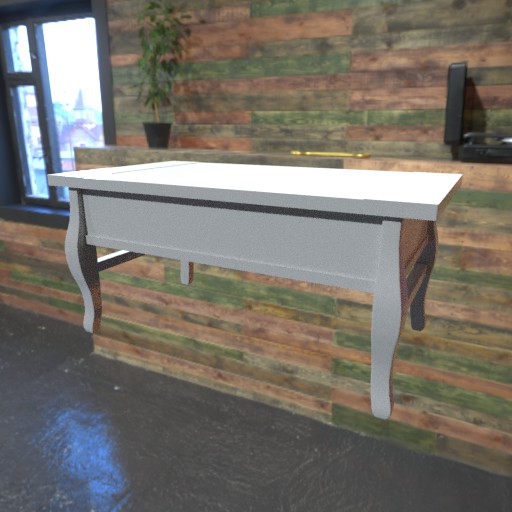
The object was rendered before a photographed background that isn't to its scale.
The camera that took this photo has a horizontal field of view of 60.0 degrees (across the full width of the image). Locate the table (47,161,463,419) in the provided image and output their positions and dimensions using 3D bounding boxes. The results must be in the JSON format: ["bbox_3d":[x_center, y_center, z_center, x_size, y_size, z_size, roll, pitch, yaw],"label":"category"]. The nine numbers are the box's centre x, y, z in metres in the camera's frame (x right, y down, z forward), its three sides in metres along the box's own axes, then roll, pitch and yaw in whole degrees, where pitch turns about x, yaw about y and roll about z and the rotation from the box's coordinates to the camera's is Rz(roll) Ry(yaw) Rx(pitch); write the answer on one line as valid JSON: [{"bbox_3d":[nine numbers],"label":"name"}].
[{"bbox_3d":[0.000,0.000,1.361,1.062,0.495,0.600,9,19,27],"label":"table"}]
